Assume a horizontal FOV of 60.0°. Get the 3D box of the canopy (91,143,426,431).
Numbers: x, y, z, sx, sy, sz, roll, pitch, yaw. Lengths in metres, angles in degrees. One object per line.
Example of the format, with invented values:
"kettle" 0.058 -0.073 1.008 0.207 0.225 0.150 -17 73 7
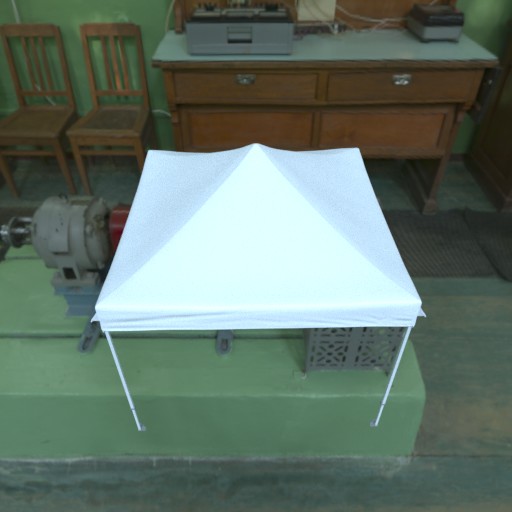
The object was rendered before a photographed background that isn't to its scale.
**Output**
"canopy" 0.000 0.000 5.448 2.994 2.998 2.996 -1 41 -1
